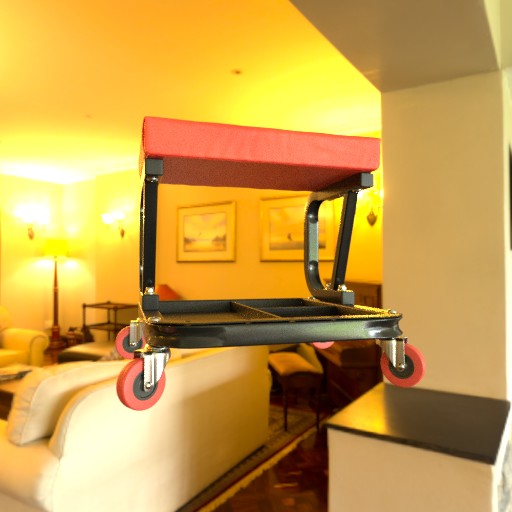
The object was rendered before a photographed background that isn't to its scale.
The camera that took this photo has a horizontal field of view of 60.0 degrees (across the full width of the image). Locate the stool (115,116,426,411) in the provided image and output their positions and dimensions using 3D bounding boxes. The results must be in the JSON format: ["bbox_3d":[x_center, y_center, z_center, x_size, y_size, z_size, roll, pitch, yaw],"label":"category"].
[{"bbox_3d":[0.000,0.000,0.730,0.446,0.380,0.371,0,-1,-16],"label":"stool"}]
